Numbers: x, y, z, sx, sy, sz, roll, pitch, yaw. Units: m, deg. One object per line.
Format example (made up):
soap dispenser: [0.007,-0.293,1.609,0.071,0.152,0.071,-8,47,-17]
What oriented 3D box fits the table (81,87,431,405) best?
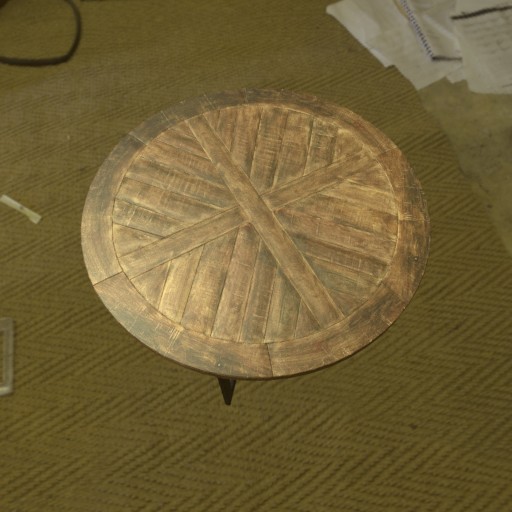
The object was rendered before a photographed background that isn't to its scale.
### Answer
table: [0.000,0.000,1.956,1.264,0.762,1.264,0,60,0]
